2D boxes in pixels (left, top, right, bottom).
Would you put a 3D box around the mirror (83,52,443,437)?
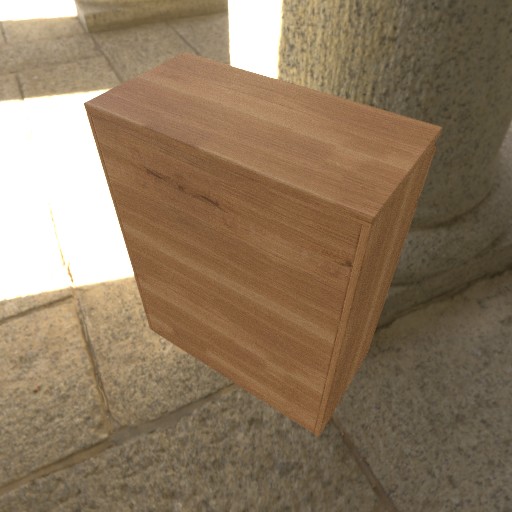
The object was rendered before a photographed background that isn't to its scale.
[{"bbox_3d":[0.000,0.000,1.450,0.800,1.000,0.400,26,51,23],"label":"mirror"}]
